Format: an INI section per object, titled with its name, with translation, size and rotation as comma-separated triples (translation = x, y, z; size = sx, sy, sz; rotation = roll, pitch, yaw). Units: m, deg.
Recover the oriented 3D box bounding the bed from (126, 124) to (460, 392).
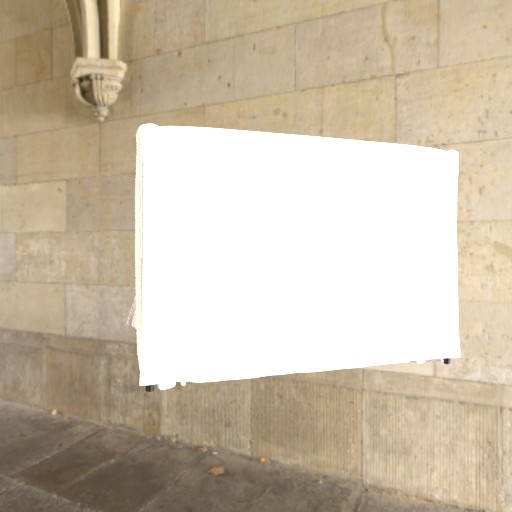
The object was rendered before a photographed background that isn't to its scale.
[bed]
translation = 0.000, 0.000, 3.498
size = 1.925, 1.332, 2.276
rotation = 0, 0, -18
